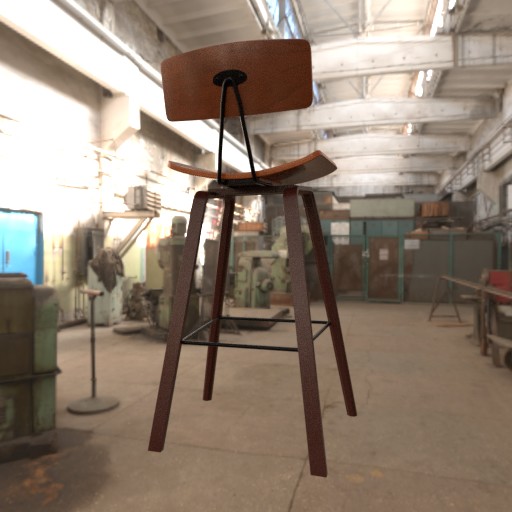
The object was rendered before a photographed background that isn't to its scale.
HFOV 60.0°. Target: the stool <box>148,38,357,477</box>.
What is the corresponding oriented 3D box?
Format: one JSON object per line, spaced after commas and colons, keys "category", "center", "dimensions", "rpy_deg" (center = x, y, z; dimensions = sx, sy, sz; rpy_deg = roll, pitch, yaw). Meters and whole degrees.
{"category": "stool", "center": [0.000, 0.000, 1.218], "dimensions": [0.509, 0.969, 0.440], "rpy_deg": [0, 0, 18]}
